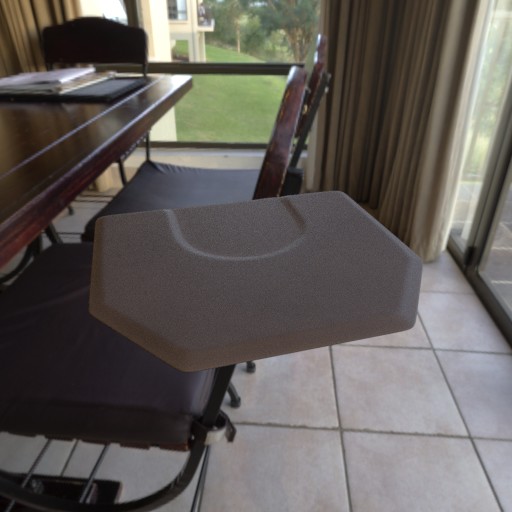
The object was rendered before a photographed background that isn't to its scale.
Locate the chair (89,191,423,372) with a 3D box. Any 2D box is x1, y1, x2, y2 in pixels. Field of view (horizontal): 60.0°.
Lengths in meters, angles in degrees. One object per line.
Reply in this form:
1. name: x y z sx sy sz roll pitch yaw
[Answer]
1. chair: 0.000 0.000 1.927 1.372 0.024 1.219 -8 31 -13
